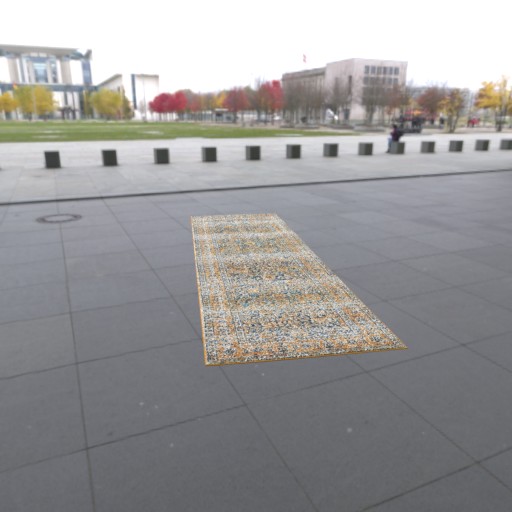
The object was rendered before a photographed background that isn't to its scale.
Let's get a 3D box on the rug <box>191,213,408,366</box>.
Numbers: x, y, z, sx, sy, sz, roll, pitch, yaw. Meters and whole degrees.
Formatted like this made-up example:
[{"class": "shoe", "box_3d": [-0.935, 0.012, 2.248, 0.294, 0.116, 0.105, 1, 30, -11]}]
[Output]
[{"class": "rug", "box_3d": [0.000, 0.000, 2.572, 0.704, 0.014, 2.294, -3, 18, -9]}]
